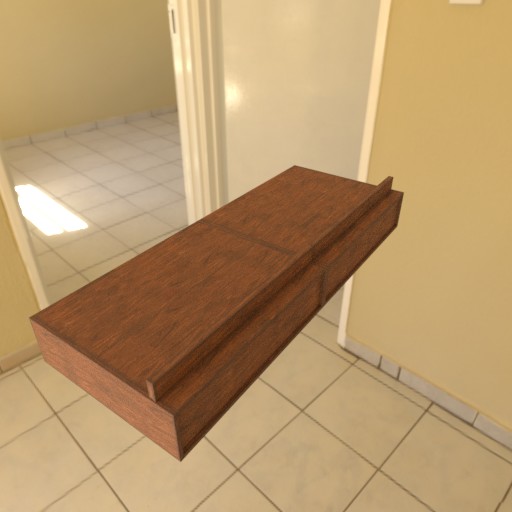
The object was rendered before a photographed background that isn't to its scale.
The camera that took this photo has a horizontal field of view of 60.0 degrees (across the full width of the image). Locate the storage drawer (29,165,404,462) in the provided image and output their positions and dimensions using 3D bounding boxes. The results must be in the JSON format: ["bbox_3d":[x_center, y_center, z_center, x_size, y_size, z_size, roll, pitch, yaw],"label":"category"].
[{"bbox_3d":[0.000,0.000,2.189,0.774,0.339,1.914,21,38,29],"label":"storage drawer"}]
